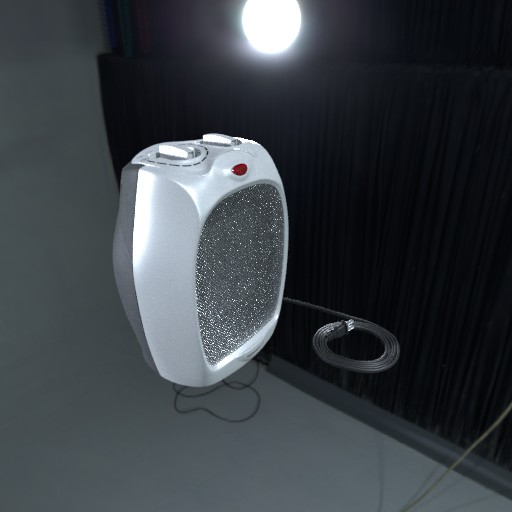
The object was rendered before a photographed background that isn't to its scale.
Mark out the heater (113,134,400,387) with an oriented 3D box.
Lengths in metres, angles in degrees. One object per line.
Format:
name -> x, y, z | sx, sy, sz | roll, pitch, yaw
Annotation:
heater -> 0.000, 0.000, 0.472 | 0.291, 0.240, 0.239 | 18, 32, 32
